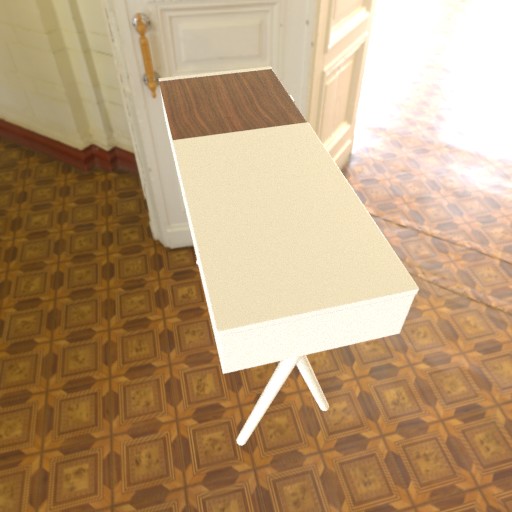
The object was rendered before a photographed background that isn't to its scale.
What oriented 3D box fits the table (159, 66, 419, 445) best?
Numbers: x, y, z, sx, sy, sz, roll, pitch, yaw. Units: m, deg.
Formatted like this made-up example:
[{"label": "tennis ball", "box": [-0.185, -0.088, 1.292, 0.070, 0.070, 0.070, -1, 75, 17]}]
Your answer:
[{"label": "table", "box": [0.000, 0.000, 1.473, 0.418, 0.785, 1.066, -10, 47, -10]}]
